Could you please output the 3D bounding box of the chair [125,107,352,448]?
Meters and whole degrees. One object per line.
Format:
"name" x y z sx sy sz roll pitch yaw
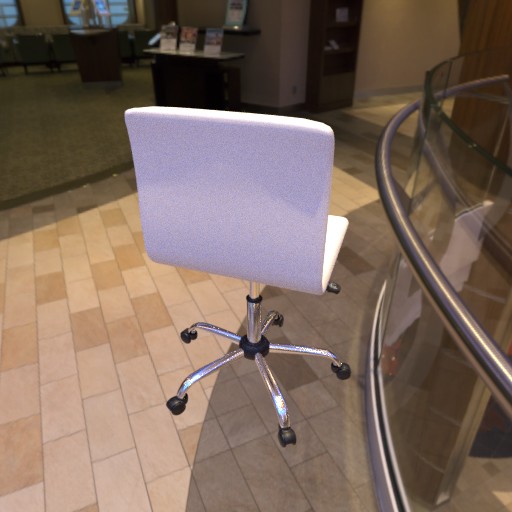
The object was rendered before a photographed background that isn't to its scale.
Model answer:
"chair" 0.000 0.000 1.069 0.520 0.750 0.455 10 32 17
